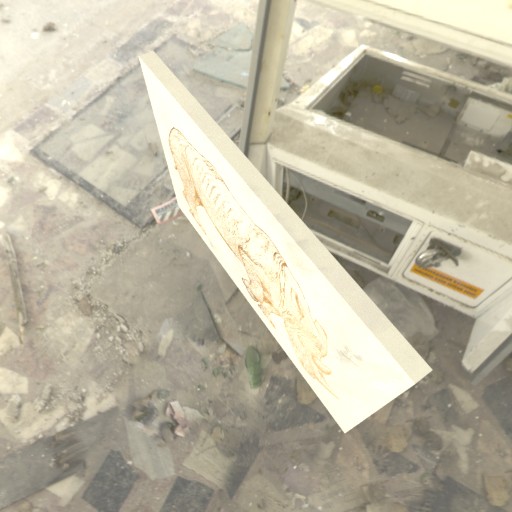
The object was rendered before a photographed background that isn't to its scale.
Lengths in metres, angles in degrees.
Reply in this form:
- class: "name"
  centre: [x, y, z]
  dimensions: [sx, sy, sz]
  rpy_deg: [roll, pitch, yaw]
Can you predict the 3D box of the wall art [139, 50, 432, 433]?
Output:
- class: "wall art"
  centre: [0.000, 0.000, 1.131]
  dimensions: [0.038, 0.610, 0.915]
  rpy_deg: [-31, 66, -16]
